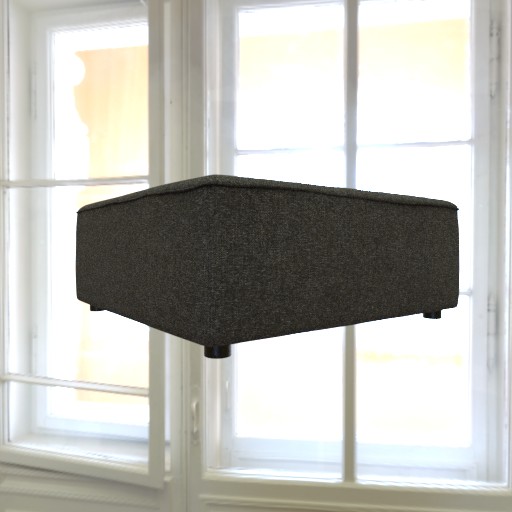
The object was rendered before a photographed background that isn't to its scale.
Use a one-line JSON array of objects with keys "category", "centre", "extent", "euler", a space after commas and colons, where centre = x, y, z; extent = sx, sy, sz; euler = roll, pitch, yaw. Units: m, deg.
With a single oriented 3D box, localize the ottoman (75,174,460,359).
[{"category": "ottoman", "centre": [0.000, 0.000, 1.606], "extent": [1.021, 0.423, 1.017], "euler": [-1, 2, -36]}]
